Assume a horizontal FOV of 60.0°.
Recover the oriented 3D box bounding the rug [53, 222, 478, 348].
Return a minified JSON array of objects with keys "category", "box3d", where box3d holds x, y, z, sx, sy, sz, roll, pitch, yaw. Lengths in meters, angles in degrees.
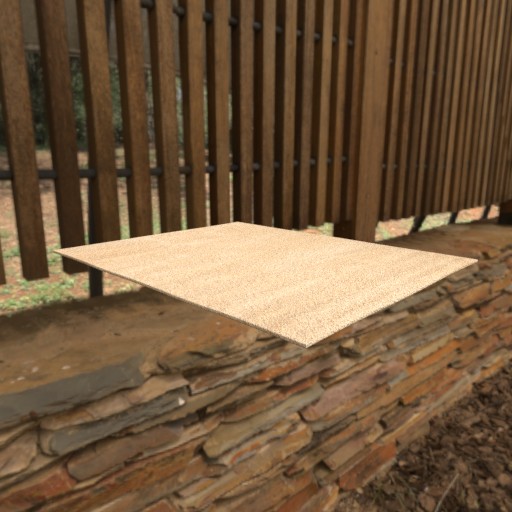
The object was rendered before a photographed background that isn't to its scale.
[{"category":"rug","box3d":[0.000,0.000,3.994,3.000,0.025,2.400,13,18,43]}]
